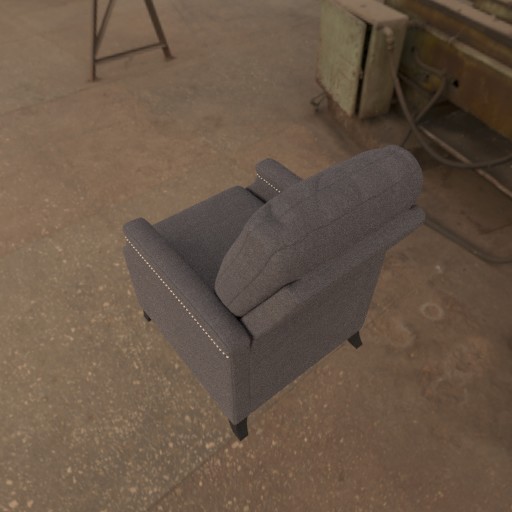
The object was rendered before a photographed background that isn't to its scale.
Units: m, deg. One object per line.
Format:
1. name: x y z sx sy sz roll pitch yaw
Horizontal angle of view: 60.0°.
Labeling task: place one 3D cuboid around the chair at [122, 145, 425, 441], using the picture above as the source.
1. chair: 0.000 0.000 1.637 0.710 1.049 0.922 -30 53 -26
